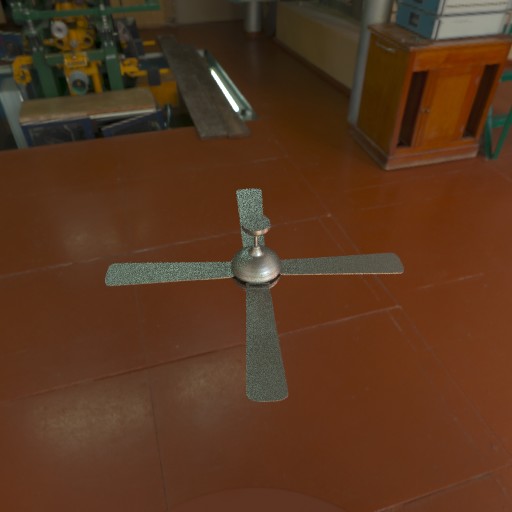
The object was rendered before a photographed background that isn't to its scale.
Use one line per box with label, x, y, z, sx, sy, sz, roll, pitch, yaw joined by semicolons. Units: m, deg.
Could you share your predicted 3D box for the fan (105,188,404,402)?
fan;0.000;0.000;2.023;1.321;0.381;1.321;11;42;13
